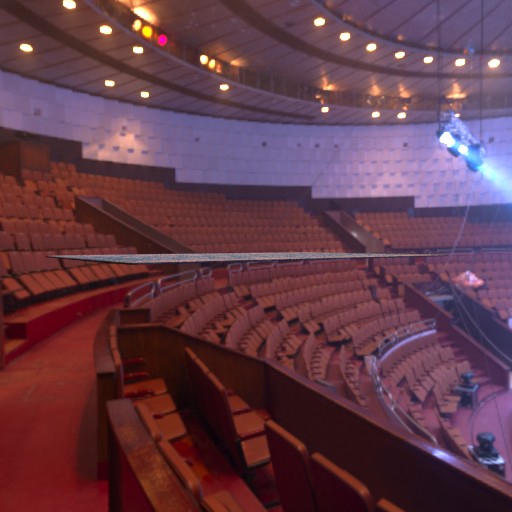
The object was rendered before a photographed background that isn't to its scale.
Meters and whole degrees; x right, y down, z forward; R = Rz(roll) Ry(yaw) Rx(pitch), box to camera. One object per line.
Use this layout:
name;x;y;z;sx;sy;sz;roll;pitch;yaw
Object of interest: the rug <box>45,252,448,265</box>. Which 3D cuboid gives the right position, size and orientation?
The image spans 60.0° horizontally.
rug;0.000;0.000;2.287;1.795;0.008;1.102;-1;2;-37
